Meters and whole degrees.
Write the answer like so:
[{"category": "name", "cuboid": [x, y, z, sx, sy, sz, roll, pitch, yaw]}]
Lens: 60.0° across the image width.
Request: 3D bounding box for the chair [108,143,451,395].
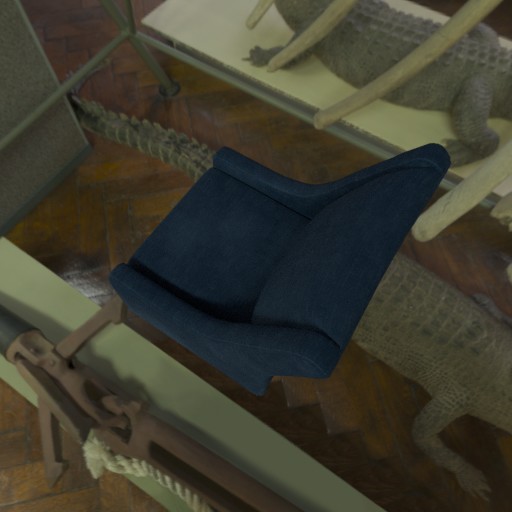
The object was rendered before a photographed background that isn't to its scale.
[{"category": "chair", "cuboid": [0.000, 0.000, 1.656, 0.870, 1.014, 0.774, 30, 67, 14]}]
